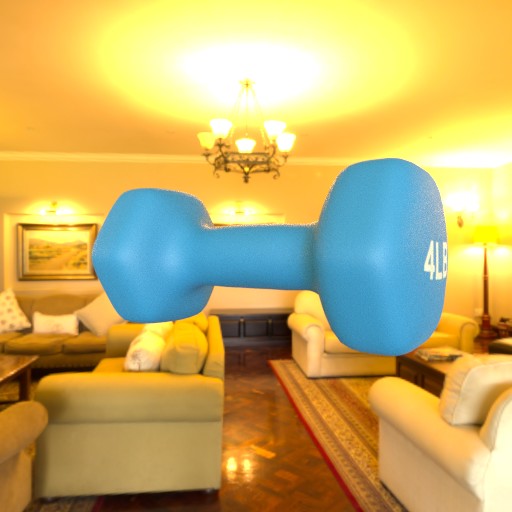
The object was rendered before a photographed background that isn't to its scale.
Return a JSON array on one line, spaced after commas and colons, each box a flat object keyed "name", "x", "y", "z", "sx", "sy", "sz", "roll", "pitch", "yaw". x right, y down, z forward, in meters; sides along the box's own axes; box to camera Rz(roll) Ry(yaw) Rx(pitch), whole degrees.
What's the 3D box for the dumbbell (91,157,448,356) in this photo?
[{"name": "dumbbell", "x": 0.000, "y": 0.000, "z": 0.193, "sx": 0.152, "sy": 0.066, "sz": 0.074, "roll": 0, "pitch": 0, "yaw": 35}]
